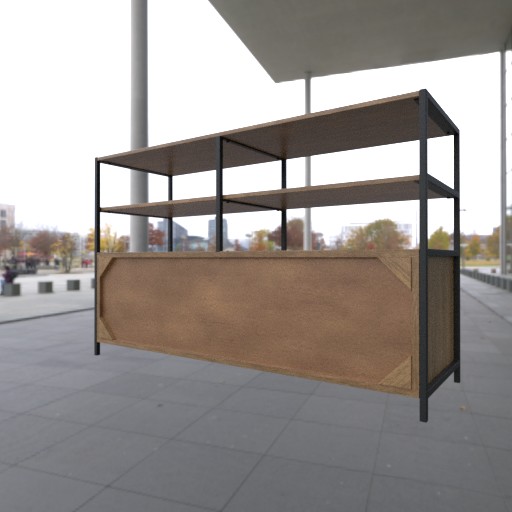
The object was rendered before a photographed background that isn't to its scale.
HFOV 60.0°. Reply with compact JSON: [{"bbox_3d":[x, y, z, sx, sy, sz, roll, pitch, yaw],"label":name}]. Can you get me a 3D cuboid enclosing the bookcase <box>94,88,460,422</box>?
[{"bbox_3d":[0.000,0.000,1.427,1.149,0.712,0.391,0,0,35],"label":"bookcase"}]
